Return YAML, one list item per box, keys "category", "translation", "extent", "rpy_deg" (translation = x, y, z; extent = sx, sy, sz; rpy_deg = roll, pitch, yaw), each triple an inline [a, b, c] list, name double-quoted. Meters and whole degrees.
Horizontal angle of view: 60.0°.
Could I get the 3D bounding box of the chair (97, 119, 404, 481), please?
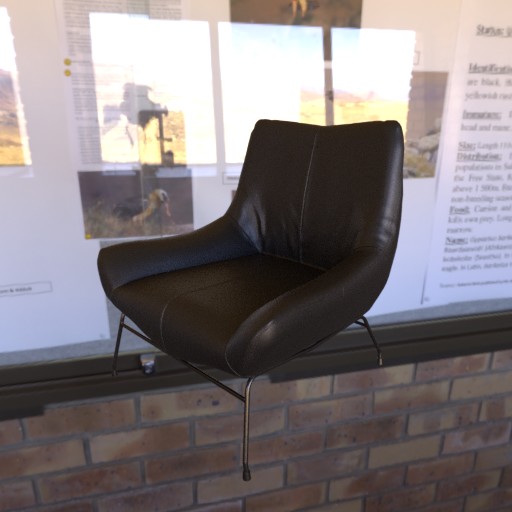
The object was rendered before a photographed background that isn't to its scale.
- category: "chair"
  translation: [0.000, 0.000, 1.574]
  extent: [0.836, 0.922, 0.826]
  rpy_deg: [17, 24, 42]
